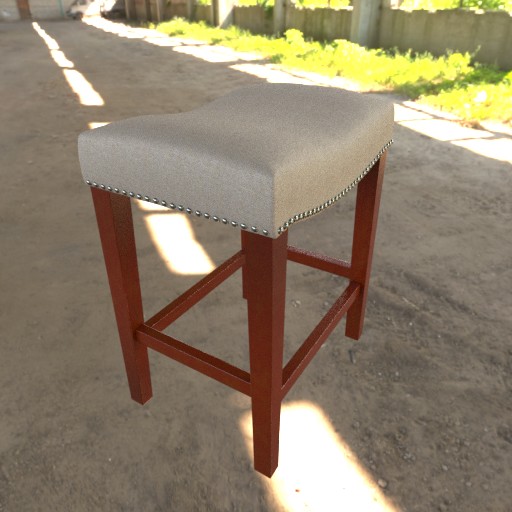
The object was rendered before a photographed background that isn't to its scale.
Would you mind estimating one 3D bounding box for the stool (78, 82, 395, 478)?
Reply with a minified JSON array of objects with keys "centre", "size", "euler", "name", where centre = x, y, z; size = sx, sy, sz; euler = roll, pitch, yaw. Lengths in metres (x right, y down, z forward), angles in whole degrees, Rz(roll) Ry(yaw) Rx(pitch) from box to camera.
[{"centre":[0.000,0.000,0.943],"size":[0.375,0.632,0.509],"euler":[17,35,27],"name":"stool"}]
